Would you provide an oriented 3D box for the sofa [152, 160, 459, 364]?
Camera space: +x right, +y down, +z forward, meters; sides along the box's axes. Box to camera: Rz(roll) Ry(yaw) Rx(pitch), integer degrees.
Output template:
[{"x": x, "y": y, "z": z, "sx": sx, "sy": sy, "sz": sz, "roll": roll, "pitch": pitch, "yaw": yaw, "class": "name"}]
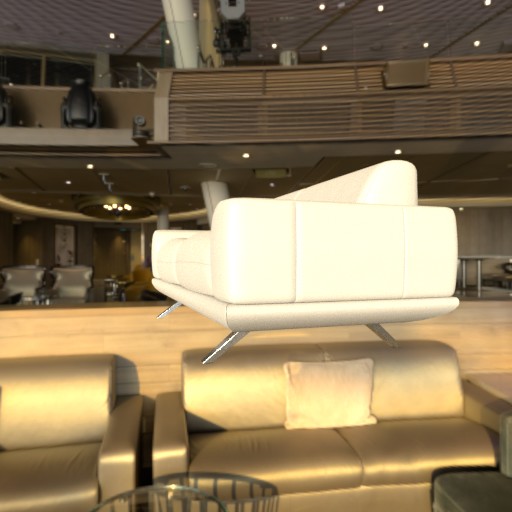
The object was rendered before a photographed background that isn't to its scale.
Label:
[{"x": 0.000, "y": 0.000, "z": 2.330, "sx": 0.900, "sy": 0.772, "sz": 1.901, "roll": 0, "pitch": 0, "yaw": -20, "class": "sofa"}]
